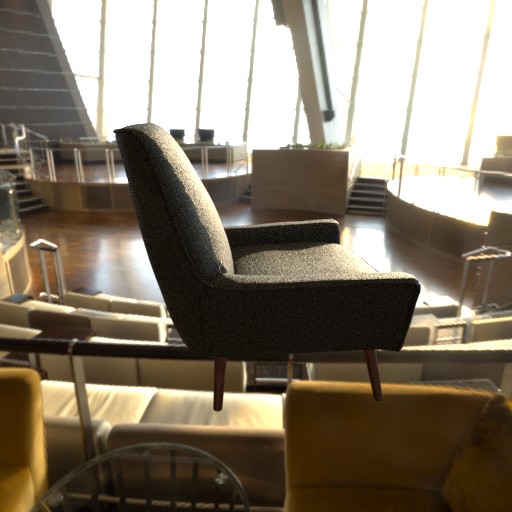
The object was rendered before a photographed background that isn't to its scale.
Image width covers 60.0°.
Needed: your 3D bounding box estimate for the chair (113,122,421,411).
[{"bbox_3d":[0.000,0.000,1.534,0.859,0.883,0.763,-3,18,-9],"label":"chair"}]
